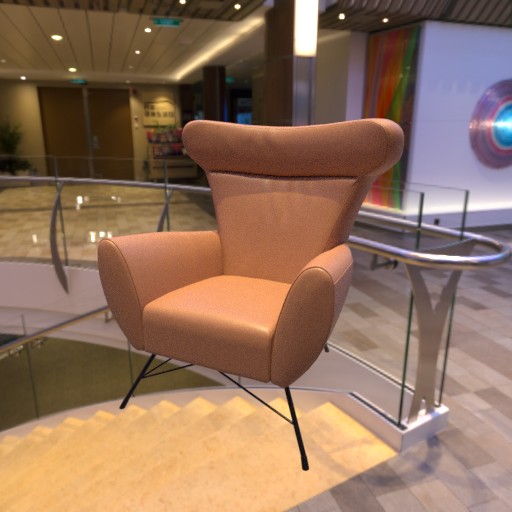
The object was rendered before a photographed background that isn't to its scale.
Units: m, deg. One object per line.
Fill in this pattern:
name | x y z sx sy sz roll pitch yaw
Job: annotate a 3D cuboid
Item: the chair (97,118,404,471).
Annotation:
chair | 0.000 0.000 1.764 0.980 1.050 0.900 7 18 24
